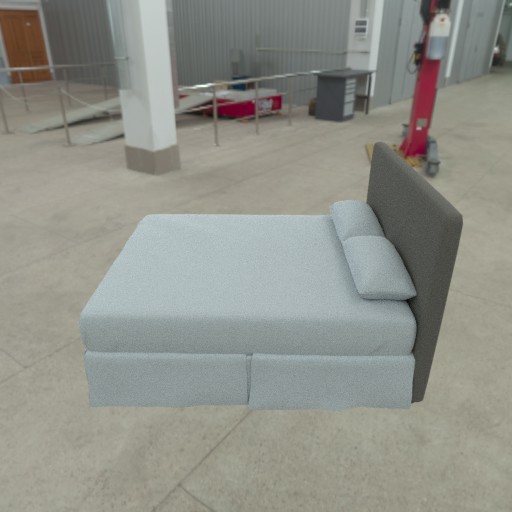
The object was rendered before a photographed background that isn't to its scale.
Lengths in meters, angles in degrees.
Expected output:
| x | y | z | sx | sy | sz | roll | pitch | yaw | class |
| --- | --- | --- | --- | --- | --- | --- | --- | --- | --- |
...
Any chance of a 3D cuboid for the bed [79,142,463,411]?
| x | y | z | sx | sy | sz | roll | pitch | yaw | class |
| --- | --- | --- | --- | --- | --- | --- | --- | --- | --- |
| 0.000 | 0.000 | 3.248 | 2.142 | 1.330 | 1.748 | 1 | 27 | 1 | bed |
